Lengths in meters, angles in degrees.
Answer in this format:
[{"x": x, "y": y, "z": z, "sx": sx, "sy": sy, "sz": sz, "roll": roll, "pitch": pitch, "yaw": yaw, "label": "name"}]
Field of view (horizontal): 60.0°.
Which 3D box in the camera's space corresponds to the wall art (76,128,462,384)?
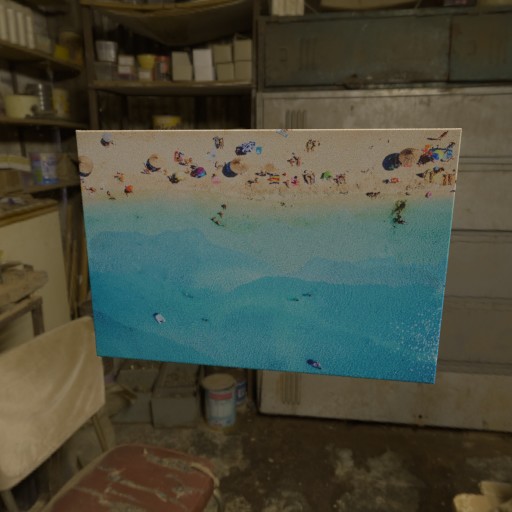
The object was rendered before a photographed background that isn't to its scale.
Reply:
[{"x": 0.000, "y": 0.000, "z": 1.402, "sx": 1.136, "sy": 0.769, "sz": 0.040, "roll": 2, "pitch": 14, "yaw": 9, "label": "wall art"}]
